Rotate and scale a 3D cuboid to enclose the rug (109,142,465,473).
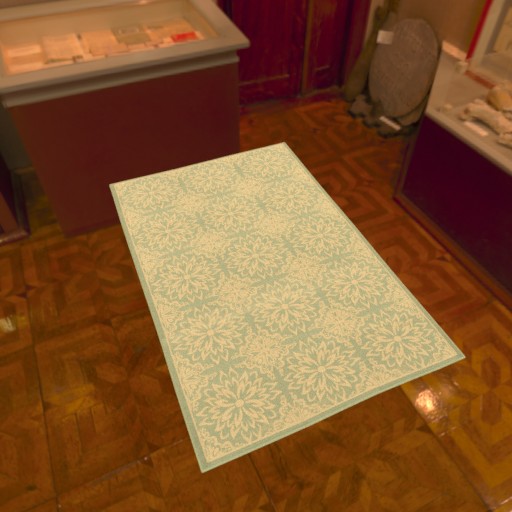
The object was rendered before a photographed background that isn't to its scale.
[{"bbox_3d":[0.000,0.000,3.519,1.819,0.018,2.746,-17,49,-15],"label":"rug"}]
